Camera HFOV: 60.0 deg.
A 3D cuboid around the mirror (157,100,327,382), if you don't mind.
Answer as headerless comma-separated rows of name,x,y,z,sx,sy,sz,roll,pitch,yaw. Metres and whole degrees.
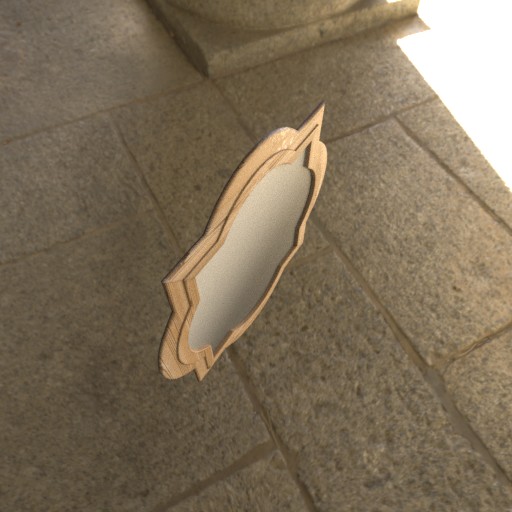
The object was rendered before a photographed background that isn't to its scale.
mirror,0.000,0.000,1.080,0.019,0.686,0.686,29,62,17
